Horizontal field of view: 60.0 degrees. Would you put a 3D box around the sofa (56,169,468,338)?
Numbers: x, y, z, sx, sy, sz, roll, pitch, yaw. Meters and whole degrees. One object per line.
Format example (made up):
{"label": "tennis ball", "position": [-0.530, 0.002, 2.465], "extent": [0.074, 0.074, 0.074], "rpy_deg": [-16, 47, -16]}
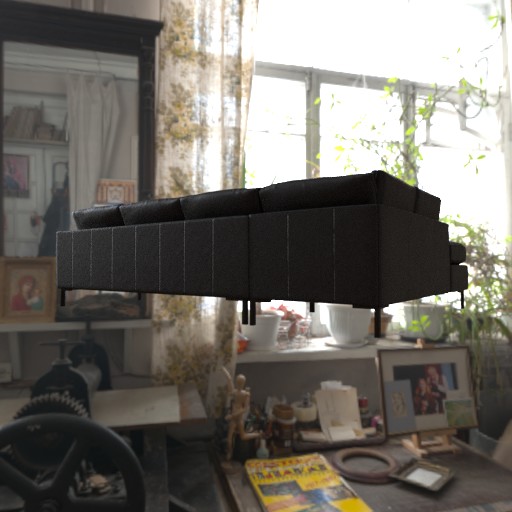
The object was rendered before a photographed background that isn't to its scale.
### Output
{"label": "sofa", "position": [0.000, 0.000, 3.803], "extent": [2.984, 0.877, 1.938], "rpy_deg": [-1, -2, 36]}
